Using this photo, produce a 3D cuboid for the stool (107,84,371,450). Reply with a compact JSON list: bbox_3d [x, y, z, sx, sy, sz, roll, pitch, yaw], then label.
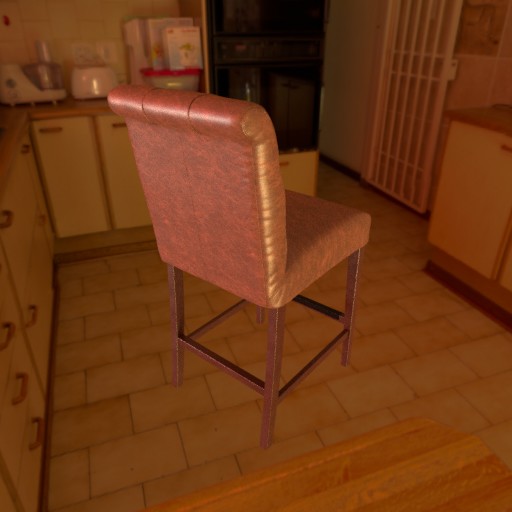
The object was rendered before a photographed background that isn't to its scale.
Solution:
[{"bbox_3d":[0.000,0.000,1.453,0.486,1.084,0.660,21,35,34],"label":"stool"}]
